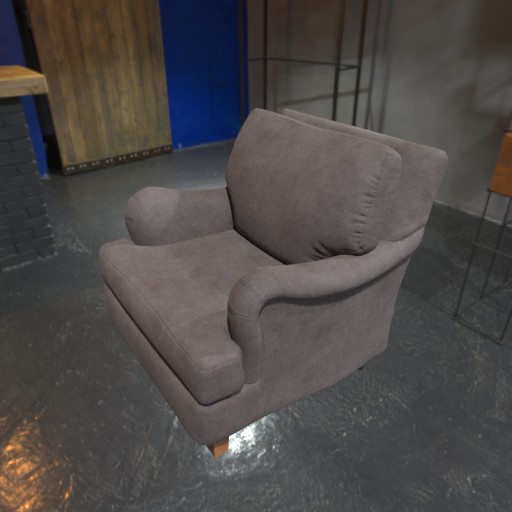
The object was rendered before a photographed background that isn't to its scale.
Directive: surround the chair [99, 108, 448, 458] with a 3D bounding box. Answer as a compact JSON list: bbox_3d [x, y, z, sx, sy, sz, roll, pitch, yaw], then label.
[{"bbox_3d":[0.000,0.000,1.815,1.070,0.997,0.955,-20,35,-30],"label":"chair"}]
